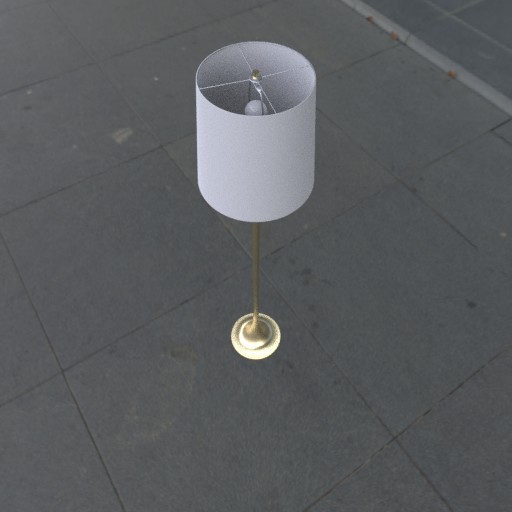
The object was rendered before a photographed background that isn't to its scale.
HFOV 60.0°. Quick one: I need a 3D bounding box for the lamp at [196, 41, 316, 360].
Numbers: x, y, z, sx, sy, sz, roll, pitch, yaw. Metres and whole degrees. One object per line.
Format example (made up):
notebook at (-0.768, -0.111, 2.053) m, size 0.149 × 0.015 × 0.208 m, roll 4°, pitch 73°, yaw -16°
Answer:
lamp at (0.000, 0.000, 1.652) m, size 0.337 × 1.543 × 0.337 m, roll 0°, pitch 57°, yaw 0°
